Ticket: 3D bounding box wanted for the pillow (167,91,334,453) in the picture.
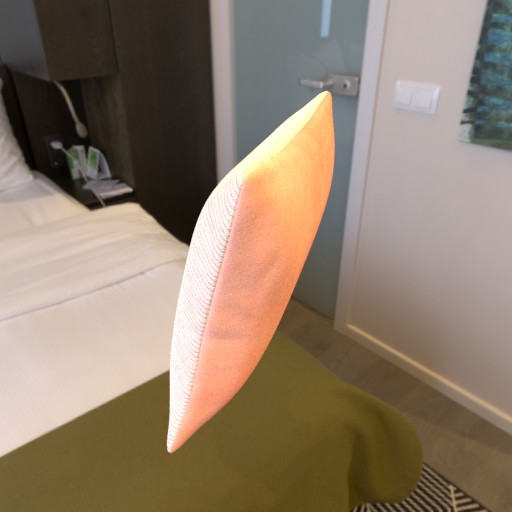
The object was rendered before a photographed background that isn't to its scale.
[{"bbox_3d":[0.000,0.000,0.651,0.177,0.401,0.424,9,31,15],"label":"pillow"}]
